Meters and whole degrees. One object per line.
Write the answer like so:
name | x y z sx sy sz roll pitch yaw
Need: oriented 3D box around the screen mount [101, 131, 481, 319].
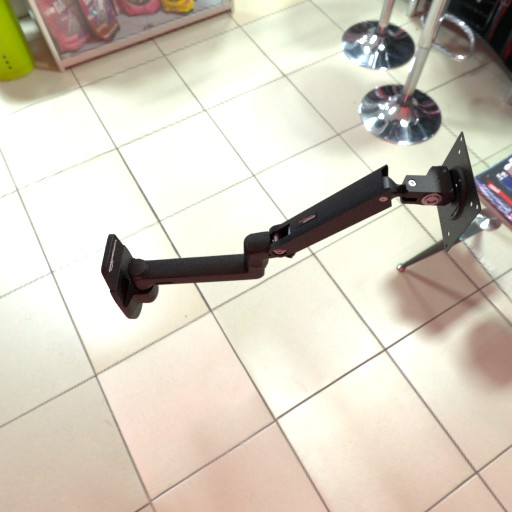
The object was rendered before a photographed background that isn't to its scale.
screen mount | 0.000 0.000 0.717 0.495 0.466 0.115 2 62 1
